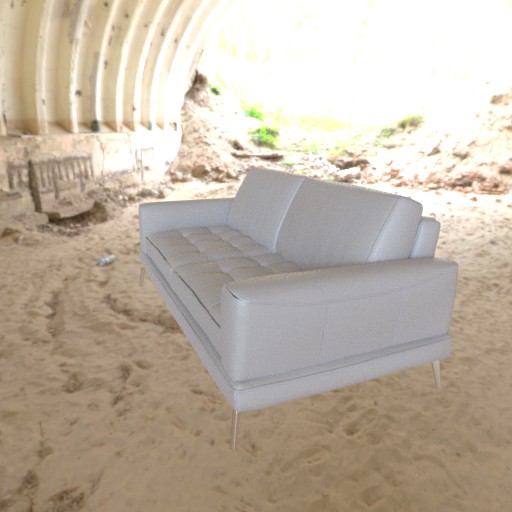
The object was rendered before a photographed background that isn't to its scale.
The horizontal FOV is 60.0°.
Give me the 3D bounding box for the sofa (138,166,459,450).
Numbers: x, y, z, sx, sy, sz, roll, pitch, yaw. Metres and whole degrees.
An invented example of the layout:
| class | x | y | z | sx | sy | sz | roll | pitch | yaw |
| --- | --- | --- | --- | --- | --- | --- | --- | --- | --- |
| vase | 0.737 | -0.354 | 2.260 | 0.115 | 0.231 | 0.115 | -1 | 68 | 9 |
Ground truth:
| class | x | y | z | sx | sy | sz | roll | pitch | yaw |
| --- | --- | --- | --- | --- | --- | --- | --- | --- | --- |
| sofa | 0.000 | 0.000 | 2.690 | 1.121 | 0.930 | 2.177 | -7 | 18 | -22 |
